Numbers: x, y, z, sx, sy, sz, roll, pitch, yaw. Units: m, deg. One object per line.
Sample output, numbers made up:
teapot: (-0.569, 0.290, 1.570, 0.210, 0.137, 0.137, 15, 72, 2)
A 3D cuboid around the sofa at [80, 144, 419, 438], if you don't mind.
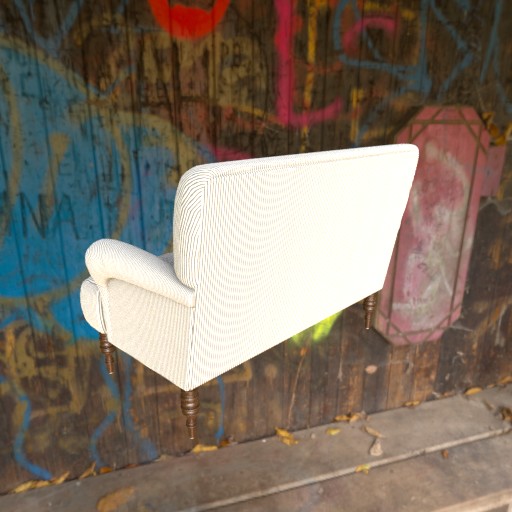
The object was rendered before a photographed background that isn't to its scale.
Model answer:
sofa: (0.000, 0.000, 1.839, 0.779, 0.889, 1.297, 17, 25, 42)
